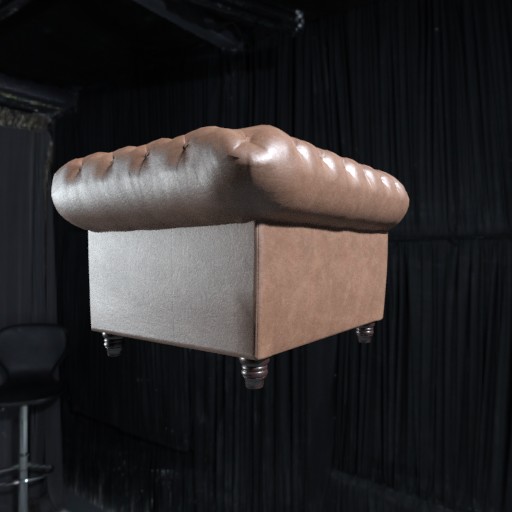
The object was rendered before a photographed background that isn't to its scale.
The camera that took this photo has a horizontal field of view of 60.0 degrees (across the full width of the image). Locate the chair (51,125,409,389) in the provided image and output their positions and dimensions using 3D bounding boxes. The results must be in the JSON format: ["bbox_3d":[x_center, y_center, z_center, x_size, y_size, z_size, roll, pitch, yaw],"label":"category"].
[{"bbox_3d":[0.000,0.000,1.854,0.954,0.784,1.298,0,1,37],"label":"chair"}]
